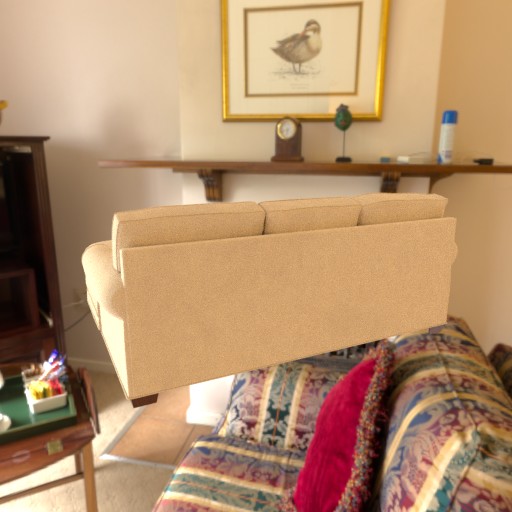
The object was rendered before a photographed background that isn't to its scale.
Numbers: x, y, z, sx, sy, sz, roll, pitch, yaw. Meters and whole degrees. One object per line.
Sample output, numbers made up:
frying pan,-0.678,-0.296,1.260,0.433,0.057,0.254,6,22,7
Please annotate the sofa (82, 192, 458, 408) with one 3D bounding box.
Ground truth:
sofa,0.000,0.000,2.422,1.770,0.734,1.226,-7,15,-25
